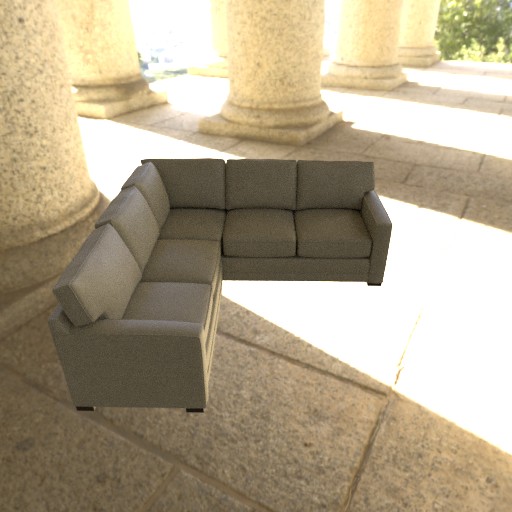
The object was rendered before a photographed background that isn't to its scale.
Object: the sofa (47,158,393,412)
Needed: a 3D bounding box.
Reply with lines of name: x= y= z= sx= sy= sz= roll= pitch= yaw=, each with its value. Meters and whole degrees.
sofa: x=0.000 y=0.000 z=3.388 sx=2.211 sy=0.936 sz=2.188 roll=0 pitch=31 yaw=0
